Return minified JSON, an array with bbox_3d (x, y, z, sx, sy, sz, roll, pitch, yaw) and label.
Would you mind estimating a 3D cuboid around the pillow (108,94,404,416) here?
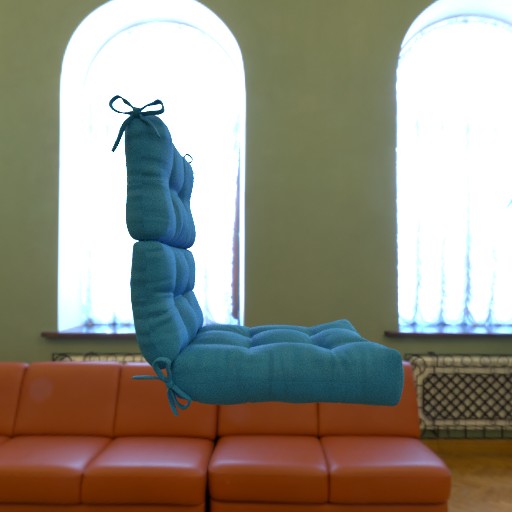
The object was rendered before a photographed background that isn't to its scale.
[{"bbox_3d":[0.000,0.000,1.066,0.571,0.605,0.519,0,-1,0],"label":"pillow"}]
